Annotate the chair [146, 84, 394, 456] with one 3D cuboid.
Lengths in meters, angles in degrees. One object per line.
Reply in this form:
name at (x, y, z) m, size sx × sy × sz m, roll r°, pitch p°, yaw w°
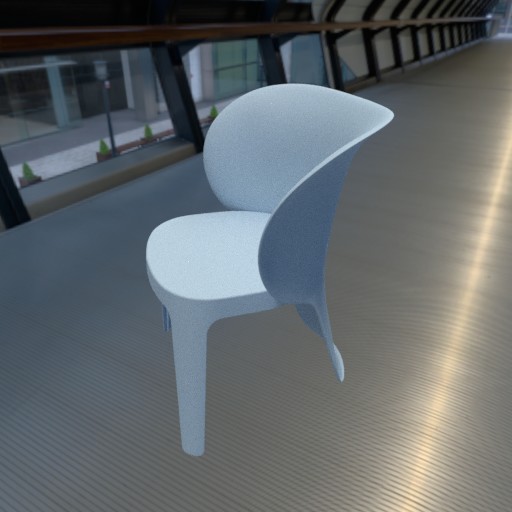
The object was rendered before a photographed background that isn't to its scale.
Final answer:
chair at (0.000, 0.000, 0.835) m, size 0.402 × 0.554 × 0.451 m, roll -8°, pitch 30°, yaw -14°
